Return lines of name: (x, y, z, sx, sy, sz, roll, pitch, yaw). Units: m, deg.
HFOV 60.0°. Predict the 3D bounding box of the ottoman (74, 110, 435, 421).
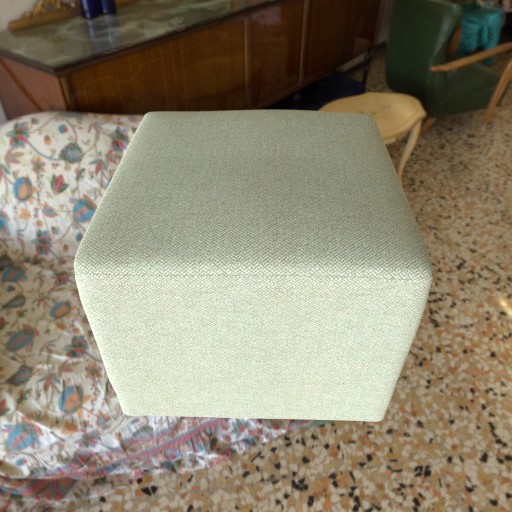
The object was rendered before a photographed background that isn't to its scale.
ottoman: (0.000, 0.000, 0.912, 0.512, 0.453, 0.521, 1, 42, 1)
